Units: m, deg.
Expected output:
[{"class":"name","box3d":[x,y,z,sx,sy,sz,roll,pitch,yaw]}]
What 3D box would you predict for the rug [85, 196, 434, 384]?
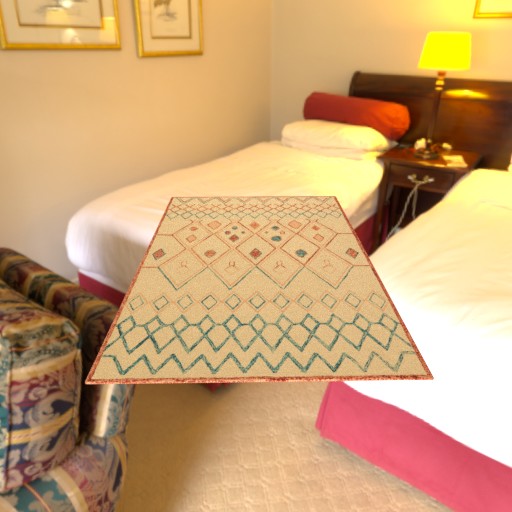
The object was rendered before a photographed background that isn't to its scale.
[{"class":"rug","box3d":[0.000,0.000,3.018,1.524,0.015,2.438,0,27,-1]}]
